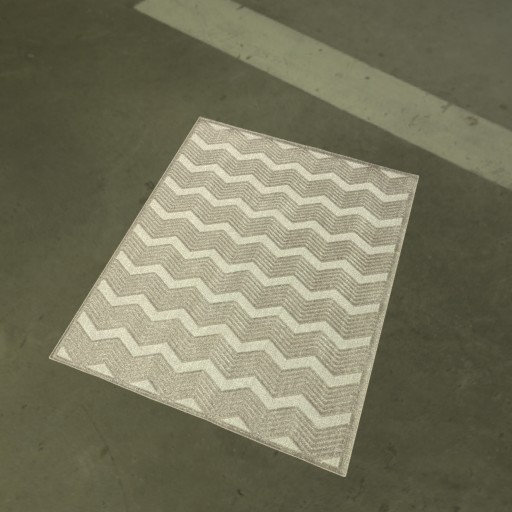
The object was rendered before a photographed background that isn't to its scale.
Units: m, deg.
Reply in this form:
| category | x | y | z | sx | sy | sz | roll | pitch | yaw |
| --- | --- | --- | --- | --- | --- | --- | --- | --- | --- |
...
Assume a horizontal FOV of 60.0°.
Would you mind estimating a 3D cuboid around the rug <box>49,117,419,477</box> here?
| category | x | y | z | sx | sy | sz | roll | pitch | yaw |
| --- | --- | --- | --- | --- | --- | --- | --- | --- | --- |
| rug | 0.000 | 0.000 | 3.944 | 2.391 | 0.005 | 2.880 | 18 | 61 | 10 |
